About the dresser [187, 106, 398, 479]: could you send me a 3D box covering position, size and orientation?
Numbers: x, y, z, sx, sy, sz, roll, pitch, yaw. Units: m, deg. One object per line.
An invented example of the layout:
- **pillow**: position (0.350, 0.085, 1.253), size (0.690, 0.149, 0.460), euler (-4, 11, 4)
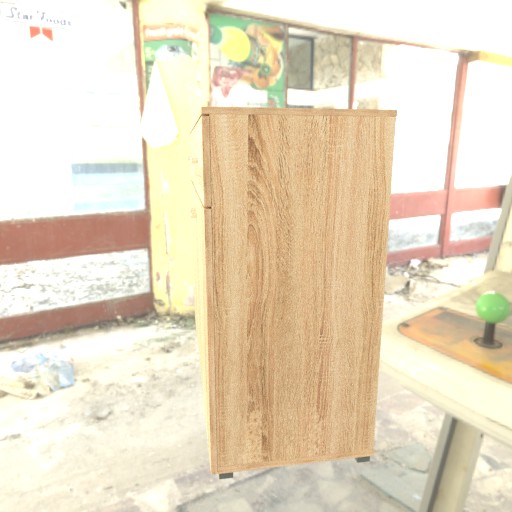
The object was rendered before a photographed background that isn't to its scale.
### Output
- **dresser**: position (0.000, 0.000, 1.574), size (0.450, 0.900, 1.100), euler (-2, 13, -9)
